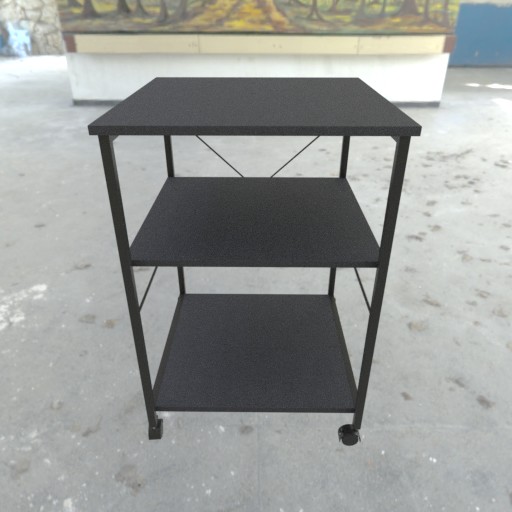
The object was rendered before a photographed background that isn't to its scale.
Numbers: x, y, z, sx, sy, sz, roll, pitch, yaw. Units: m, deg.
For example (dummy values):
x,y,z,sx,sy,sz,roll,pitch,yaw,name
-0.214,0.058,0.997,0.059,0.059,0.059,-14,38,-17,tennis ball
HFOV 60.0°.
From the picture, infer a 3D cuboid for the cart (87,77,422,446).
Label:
x,y,z,sx,sy,sz,roll,pitch,yaw,name
0.000,0.000,1.103,0.521,0.762,0.520,0,30,1,cart
